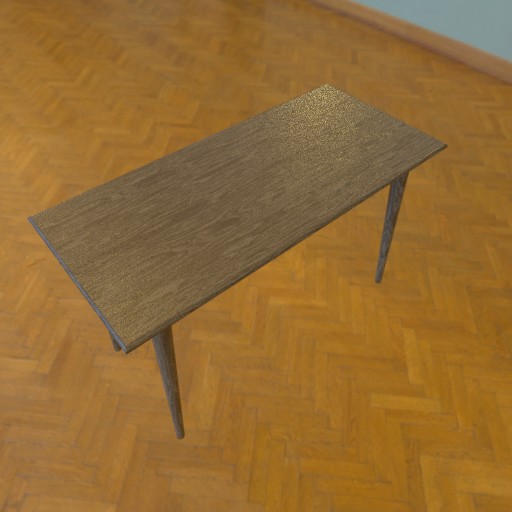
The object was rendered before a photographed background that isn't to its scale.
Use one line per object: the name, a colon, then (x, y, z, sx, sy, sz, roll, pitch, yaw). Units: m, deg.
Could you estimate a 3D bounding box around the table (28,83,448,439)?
table: (0.000, 0.000, 1.749, 1.300, 0.780, 0.599, -32, 55, -26)
